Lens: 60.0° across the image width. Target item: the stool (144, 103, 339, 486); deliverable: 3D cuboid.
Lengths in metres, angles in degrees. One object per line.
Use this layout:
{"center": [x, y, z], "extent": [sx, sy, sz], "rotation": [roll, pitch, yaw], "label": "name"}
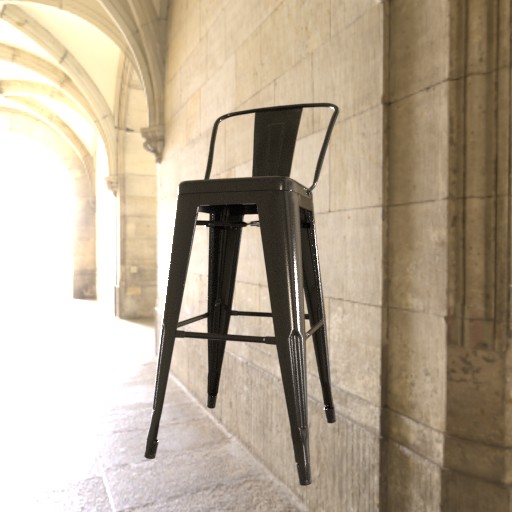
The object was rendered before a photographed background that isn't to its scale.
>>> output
{"center": [0.000, 0.000, 1.289], "extent": [0.432, 1.022, 0.528], "rotation": [0, 1, 18], "label": "stool"}
